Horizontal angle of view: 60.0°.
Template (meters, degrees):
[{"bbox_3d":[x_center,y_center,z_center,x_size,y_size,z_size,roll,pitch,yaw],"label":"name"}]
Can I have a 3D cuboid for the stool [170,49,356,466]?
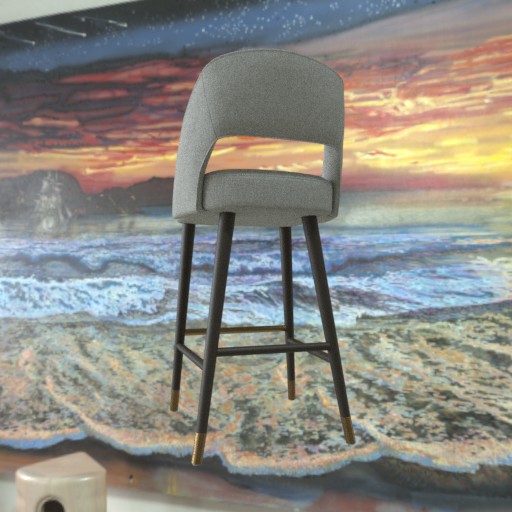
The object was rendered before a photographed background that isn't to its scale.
[{"bbox_3d":[0.000,0.000,1.348,0.494,1.037,0.509,1,-2,-18],"label":"stool"}]
